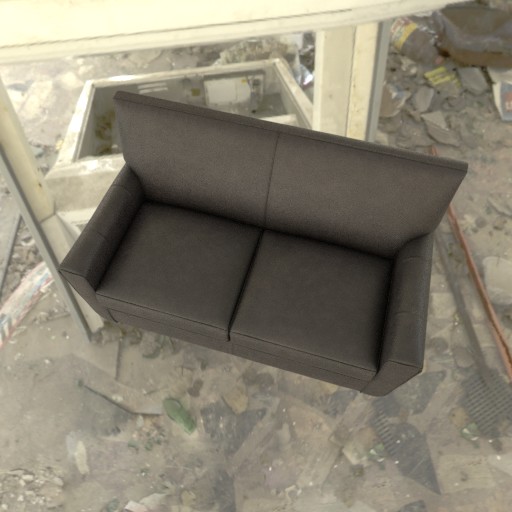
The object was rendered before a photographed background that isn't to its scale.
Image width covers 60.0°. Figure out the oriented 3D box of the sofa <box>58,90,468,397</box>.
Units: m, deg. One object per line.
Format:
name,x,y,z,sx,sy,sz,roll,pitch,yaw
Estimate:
sofa,0.000,0.000,1.984,1.473,0.871,0.787,14,60,8
